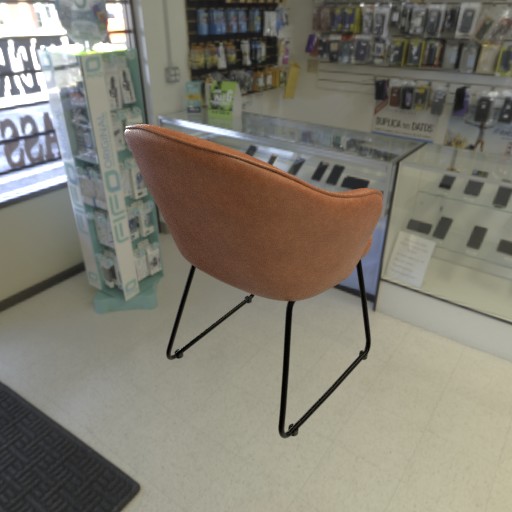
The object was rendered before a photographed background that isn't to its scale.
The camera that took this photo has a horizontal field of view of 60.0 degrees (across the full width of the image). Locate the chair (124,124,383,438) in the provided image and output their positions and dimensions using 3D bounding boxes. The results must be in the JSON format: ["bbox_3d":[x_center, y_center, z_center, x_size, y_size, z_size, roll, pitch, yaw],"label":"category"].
[{"bbox_3d":[0.000,0.000,1.202,0.582,0.785,0.580,22,36,33],"label":"chair"}]
